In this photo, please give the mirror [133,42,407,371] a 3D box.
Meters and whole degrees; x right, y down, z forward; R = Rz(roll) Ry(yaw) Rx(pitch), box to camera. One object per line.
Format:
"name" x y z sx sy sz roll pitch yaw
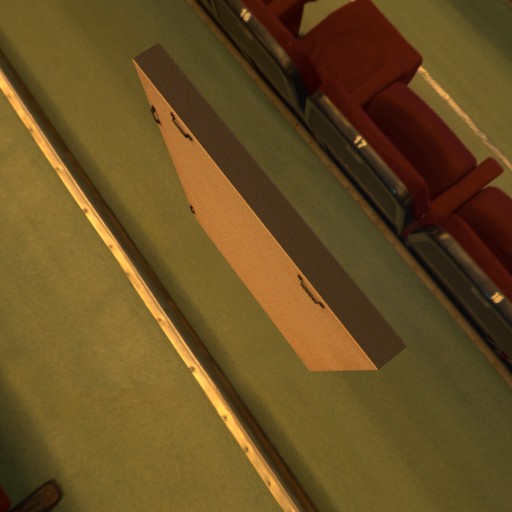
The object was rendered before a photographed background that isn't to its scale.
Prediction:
"mirror" 0.000 0.000 0.684 0.041 0.508 0.405 -36 78 -9
